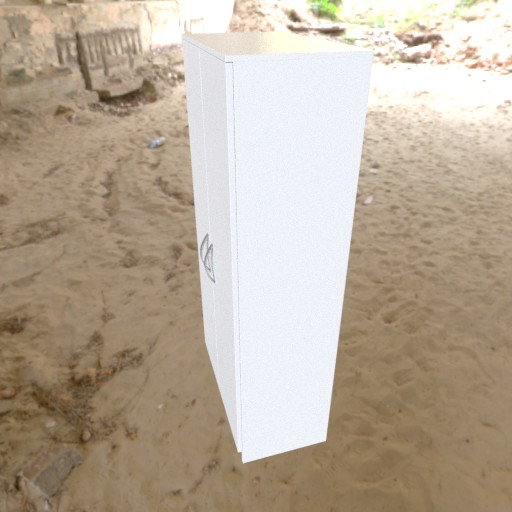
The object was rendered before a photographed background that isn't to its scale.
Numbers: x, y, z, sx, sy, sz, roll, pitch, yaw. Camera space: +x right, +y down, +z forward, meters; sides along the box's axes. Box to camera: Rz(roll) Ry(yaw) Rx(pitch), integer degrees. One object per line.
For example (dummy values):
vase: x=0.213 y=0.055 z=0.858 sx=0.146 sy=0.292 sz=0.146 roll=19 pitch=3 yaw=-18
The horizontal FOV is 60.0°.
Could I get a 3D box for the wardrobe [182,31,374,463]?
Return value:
wardrobe: x=0.000 y=0.000 z=1.938 sx=0.470 sy=1.700 sz=0.760 roll=-9 pitch=32 yaw=-14
